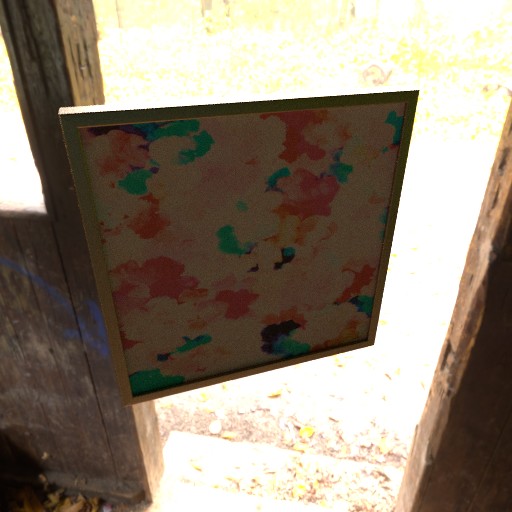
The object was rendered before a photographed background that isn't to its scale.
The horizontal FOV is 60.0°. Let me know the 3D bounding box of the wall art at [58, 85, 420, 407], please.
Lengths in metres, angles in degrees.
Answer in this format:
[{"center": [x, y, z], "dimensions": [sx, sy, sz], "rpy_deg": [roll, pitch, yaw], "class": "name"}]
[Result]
[{"center": [0.000, 0.000, 0.743], "dimensions": [0.510, 0.509, 0.037], "rpy_deg": [-10, 32, -16], "class": "wall art"}]
